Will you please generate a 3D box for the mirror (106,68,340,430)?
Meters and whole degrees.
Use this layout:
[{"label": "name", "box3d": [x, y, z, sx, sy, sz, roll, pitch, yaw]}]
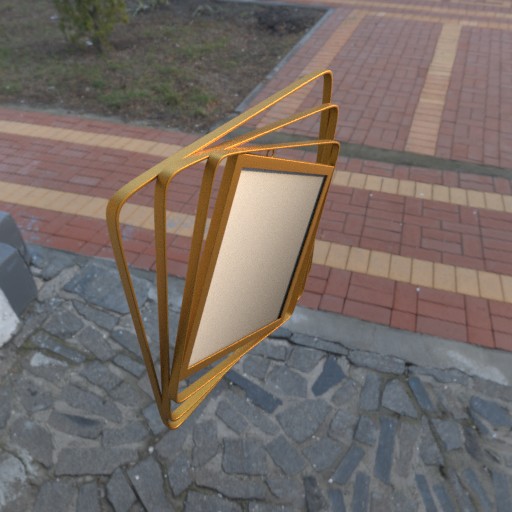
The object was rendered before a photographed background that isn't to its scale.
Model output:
[{"label": "mirror", "box3d": [0.000, 0.000, 0.710, 0.045, 0.468, 0.470, 25, 47, 25]}]
